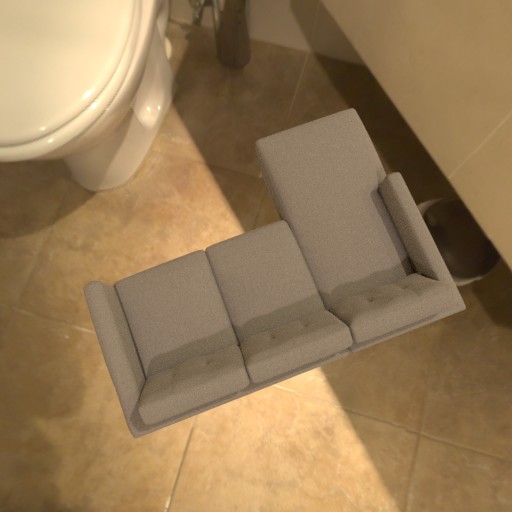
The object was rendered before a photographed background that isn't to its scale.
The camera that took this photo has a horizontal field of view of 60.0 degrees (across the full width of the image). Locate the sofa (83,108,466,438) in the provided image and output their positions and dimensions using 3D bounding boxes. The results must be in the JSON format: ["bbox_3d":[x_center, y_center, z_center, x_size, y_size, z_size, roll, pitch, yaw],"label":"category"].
[{"bbox_3d":[0.000,0.000,2.825,2.040,0.860,1.530,-20,77,-5],"label":"sofa"}]
